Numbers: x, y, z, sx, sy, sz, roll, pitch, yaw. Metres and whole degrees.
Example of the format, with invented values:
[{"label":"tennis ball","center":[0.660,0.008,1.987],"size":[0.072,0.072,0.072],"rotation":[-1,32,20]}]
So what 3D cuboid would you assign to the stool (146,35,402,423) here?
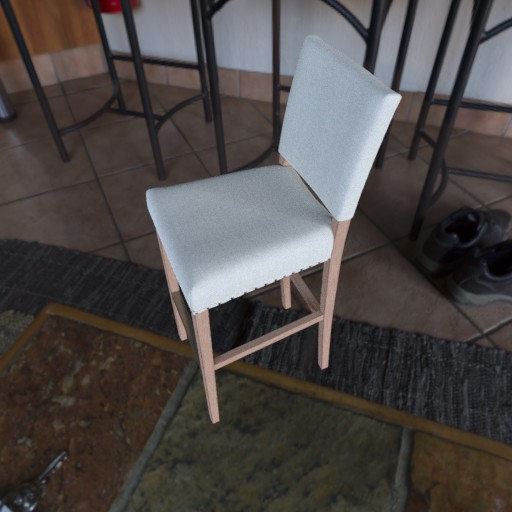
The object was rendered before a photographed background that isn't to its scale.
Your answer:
[{"label":"stool","center":[0.000,0.000,1.401],"size":[0.546,1.143,0.428],"rotation":[-18,49,-16]}]
